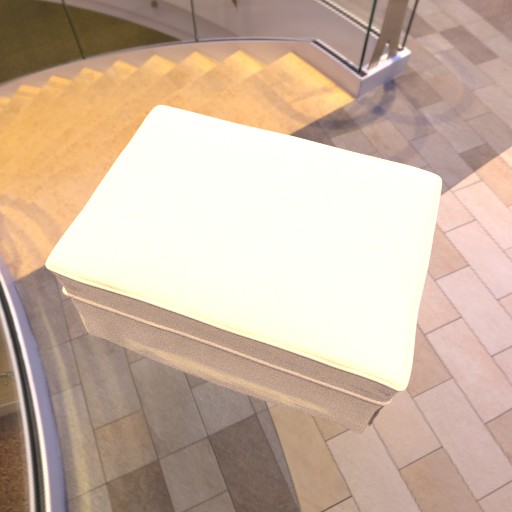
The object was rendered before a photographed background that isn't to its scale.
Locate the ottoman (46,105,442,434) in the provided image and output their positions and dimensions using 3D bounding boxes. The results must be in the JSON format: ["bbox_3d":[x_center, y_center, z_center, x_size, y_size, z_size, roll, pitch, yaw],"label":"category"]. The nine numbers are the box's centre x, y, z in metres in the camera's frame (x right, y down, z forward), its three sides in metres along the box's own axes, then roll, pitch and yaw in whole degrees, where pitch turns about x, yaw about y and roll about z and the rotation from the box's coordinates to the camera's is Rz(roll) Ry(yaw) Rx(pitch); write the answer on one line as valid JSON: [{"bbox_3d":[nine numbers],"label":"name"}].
[{"bbox_3d":[0.000,0.000,1.334,0.944,0.479,0.703,17,60,10],"label":"ottoman"}]
